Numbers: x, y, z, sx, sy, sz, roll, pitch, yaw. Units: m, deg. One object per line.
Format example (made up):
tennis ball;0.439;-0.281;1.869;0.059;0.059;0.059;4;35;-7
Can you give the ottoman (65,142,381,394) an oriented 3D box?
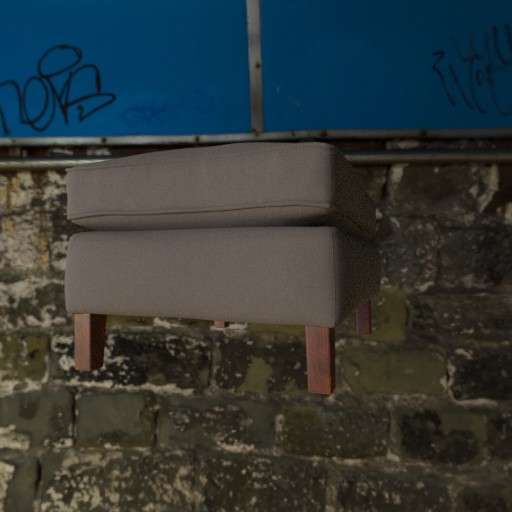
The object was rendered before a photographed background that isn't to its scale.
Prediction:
ottoman;0.000;0.000;0.986;0.508;0.406;0.686;-1;-1;20
